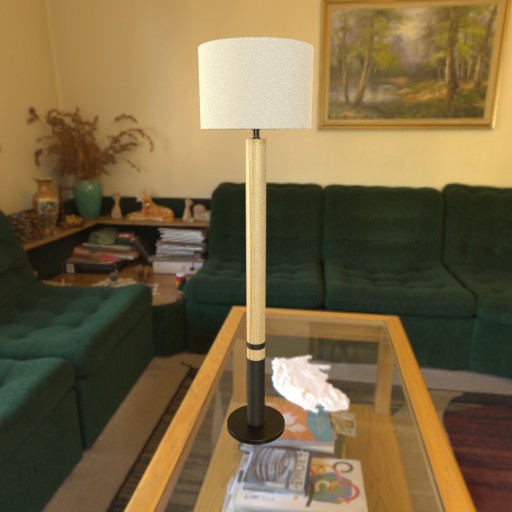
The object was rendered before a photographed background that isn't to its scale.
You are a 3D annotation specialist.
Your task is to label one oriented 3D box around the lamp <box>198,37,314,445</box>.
[{"bbox_3d":[0.000,0.000,1.665,0.381,1.478,0.381,-2,16,-9],"label":"lamp"}]
